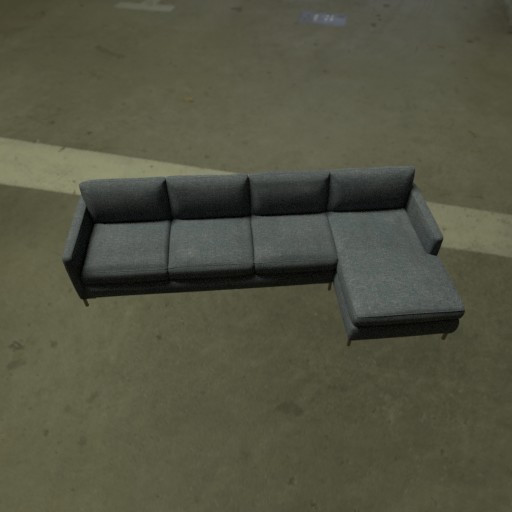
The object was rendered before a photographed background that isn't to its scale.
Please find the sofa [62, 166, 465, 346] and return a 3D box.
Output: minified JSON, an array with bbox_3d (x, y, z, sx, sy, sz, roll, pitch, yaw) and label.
[{"bbox_3d":[0.000,0.000,3.526,2.932,0.810,1.350,-3,47,-3],"label":"sofa"}]
